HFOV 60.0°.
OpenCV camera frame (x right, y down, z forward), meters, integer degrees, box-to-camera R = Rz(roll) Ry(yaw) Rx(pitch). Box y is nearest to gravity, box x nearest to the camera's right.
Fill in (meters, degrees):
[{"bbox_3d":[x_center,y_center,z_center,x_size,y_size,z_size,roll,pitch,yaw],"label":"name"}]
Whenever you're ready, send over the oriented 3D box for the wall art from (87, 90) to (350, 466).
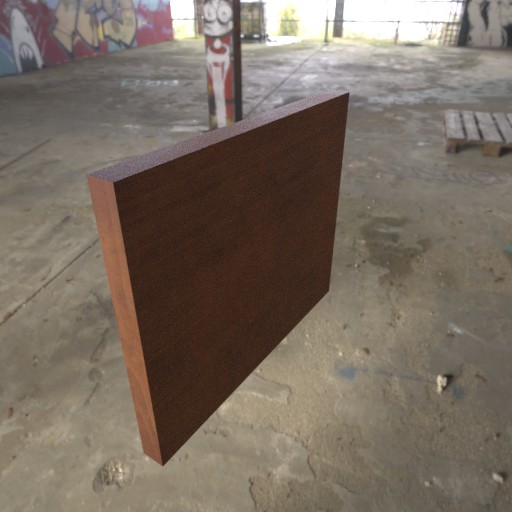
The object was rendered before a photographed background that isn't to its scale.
[{"bbox_3d":[0.000,0.000,0.548,0.030,0.328,0.401,20,36,29],"label":"wall art"}]
